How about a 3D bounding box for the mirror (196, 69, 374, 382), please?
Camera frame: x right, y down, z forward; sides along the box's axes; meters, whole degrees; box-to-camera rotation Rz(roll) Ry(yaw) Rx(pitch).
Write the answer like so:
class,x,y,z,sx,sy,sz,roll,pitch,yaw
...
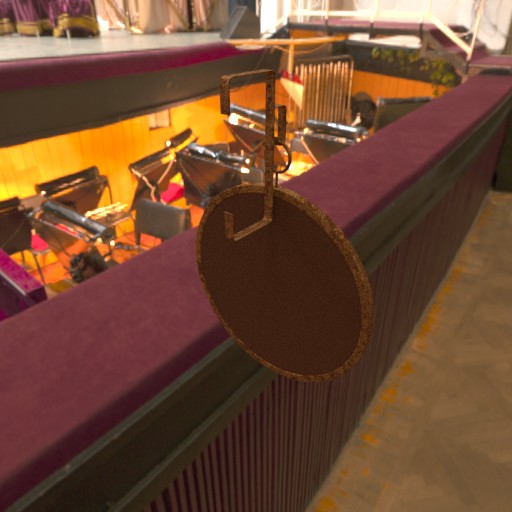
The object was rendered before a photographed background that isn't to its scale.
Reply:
class,x,y,z,sx,sy,sz,roll,pitch,yaw
mirror,0.000,0.000,0.840,0.447,0.651,0.144,22,37,34
